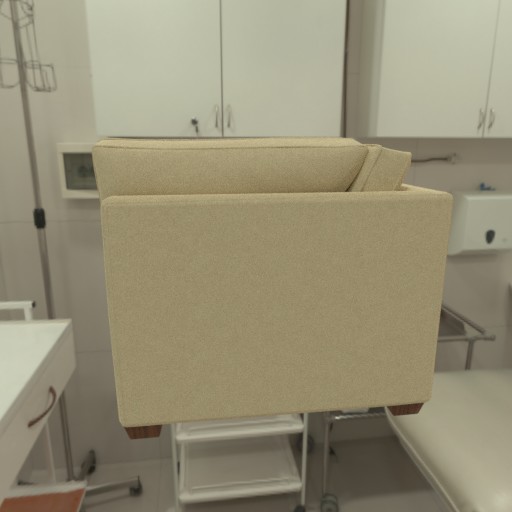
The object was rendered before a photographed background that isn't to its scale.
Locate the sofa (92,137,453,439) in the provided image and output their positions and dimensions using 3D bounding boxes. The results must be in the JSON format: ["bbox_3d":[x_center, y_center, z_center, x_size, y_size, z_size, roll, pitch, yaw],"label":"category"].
[{"bbox_3d":[0.000,0.000,1.937,1.146,1.002,1.084,-2,15,-8],"label":"sofa"}]
